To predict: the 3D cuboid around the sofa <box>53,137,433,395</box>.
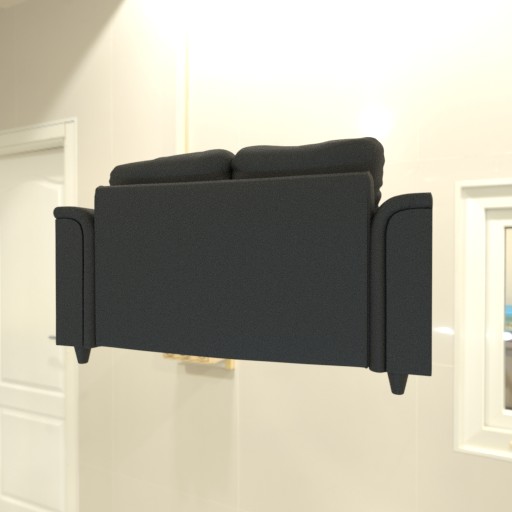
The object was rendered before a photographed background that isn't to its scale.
[{"bbox_3d":[0.000,0.000,1.934,1.386,0.845,0.887,0,1,18],"label":"sofa"}]
